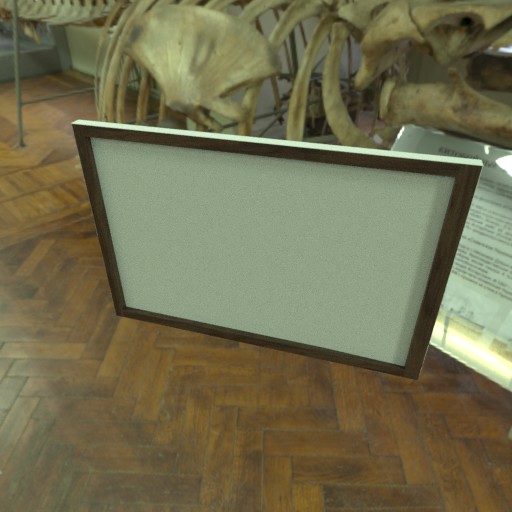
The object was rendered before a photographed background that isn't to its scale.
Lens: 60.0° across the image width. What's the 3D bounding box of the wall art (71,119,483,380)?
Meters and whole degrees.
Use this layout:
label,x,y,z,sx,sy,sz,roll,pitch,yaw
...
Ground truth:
label,x,y,z,sx,sy,sz,roll,pitch,yaw
wall art,0.000,0.000,1.888,1.520,1.016,0.051,9,35,14
